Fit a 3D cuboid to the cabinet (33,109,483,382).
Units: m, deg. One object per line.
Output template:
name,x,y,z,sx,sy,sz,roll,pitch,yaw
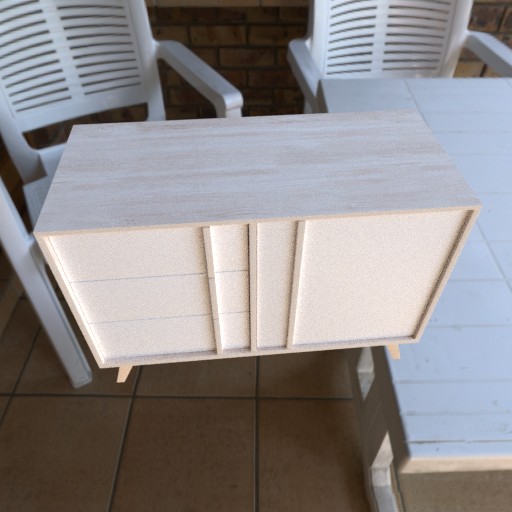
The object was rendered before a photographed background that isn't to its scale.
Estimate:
cabinet,0.000,0.000,1.541,1.110,0.780,0.500,-4,46,-4
